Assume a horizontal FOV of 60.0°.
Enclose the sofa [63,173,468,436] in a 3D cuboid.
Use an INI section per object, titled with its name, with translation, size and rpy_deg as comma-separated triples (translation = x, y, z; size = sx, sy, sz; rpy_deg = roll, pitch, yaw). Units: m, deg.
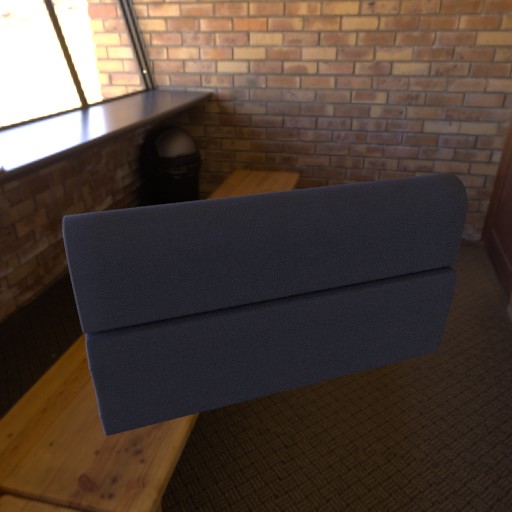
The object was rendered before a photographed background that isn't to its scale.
[sofa]
translation = 0.000, 0.000, 1.656
size = 1.219, 0.660, 0.762
rpy_deg = -9, 28, -17
